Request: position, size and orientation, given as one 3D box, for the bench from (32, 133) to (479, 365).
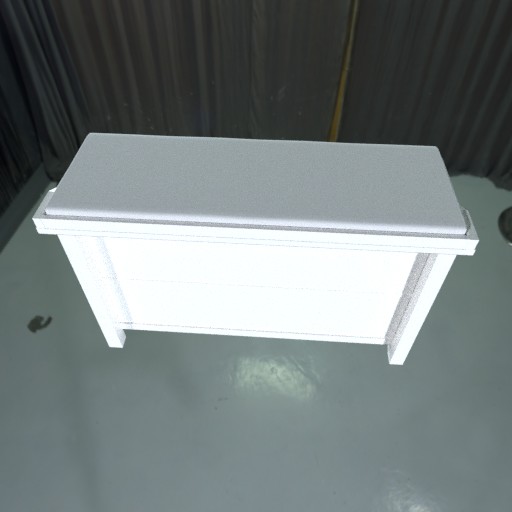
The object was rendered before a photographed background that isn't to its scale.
[{"bbox_3d":[0.000,0.000,1.290,0.987,0.589,0.346,3,48,3],"label":"bench"}]
